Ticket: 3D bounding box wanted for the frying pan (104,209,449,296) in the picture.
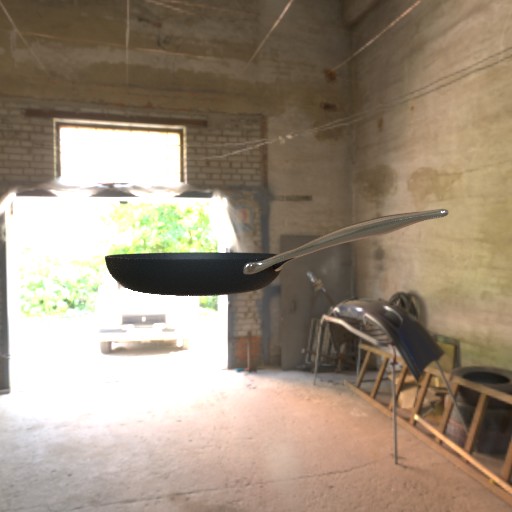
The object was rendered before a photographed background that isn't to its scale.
[{"bbox_3d":[0.000,0.000,0.579,0.472,0.105,0.255,2,3,38],"label":"frying pan"}]
